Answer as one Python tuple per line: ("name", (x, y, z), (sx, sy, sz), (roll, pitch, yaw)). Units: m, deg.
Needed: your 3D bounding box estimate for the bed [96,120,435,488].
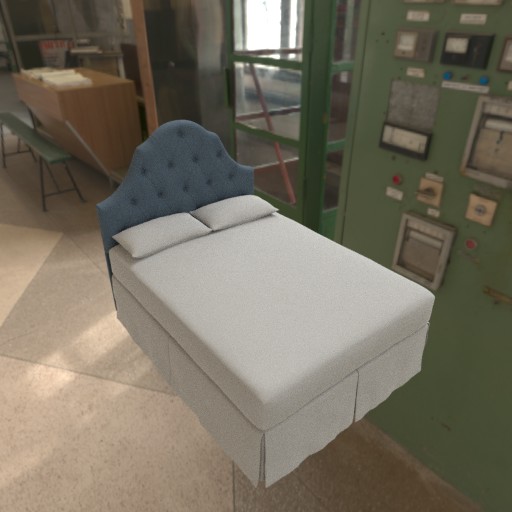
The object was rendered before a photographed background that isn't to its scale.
("bed", (0.000, 0.000, 3.271), (1.636, 1.575, 2.155), (-21, 36, -32))
